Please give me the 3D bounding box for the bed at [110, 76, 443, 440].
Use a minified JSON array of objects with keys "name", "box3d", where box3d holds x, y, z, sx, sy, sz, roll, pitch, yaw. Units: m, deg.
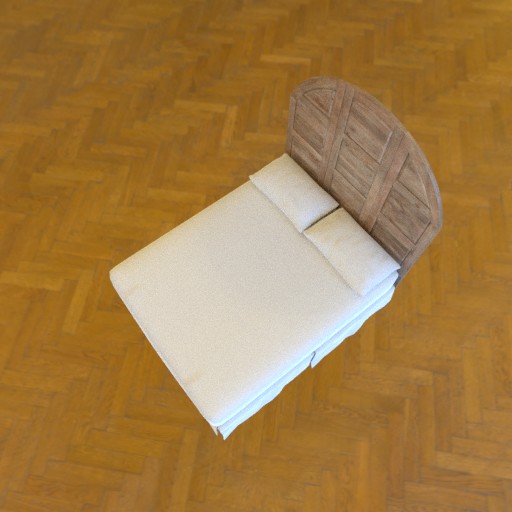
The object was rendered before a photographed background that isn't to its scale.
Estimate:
[{"name":"bed","box3d":[0.000,0.000,3.514,2.112,2.002,1.713,-35,69,-16]}]
